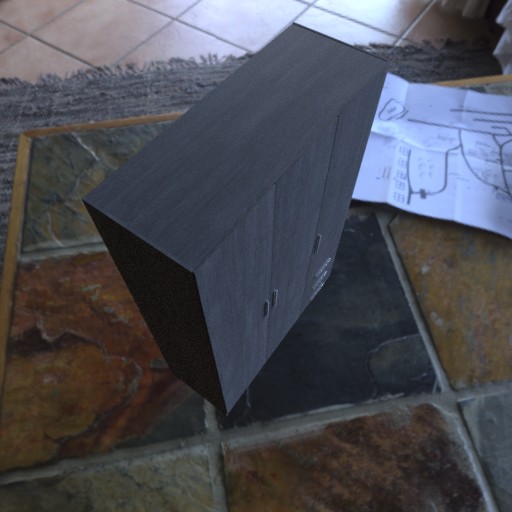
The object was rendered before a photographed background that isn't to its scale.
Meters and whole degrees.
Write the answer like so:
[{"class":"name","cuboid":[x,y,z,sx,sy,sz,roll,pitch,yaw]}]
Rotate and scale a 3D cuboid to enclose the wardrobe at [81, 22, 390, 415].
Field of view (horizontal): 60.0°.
[{"class":"wardrobe","cuboid":[0.000,0.000,2.490,0.510,1.910,1.290,32,63,18]}]
